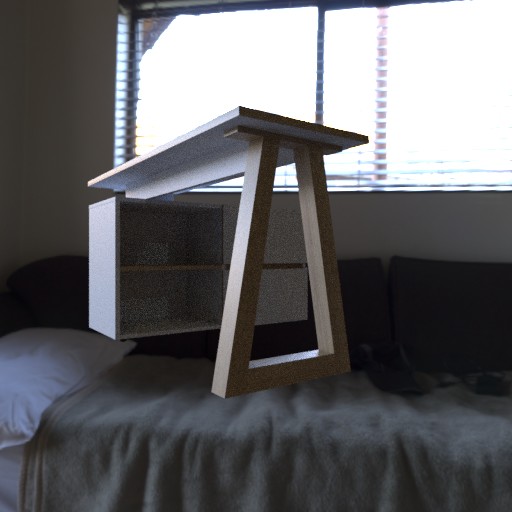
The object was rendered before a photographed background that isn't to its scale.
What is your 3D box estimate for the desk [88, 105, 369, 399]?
[{"bbox_3d":[0.000,0.000,1.997,1.098,0.755,1.404,0,0,-35],"label":"desk"}]
